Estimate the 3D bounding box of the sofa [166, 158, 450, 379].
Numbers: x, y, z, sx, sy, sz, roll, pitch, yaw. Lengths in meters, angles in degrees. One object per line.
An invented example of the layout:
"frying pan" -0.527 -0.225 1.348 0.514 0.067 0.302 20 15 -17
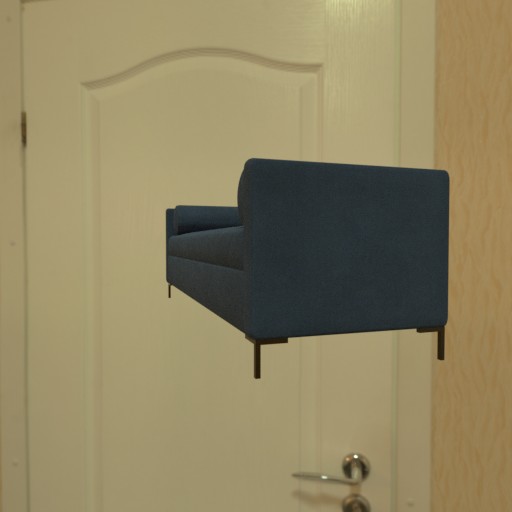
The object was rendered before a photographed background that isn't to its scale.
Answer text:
"sofa" 0.000 0.000 2.275 0.686 0.635 1.981 -1 2 -18
